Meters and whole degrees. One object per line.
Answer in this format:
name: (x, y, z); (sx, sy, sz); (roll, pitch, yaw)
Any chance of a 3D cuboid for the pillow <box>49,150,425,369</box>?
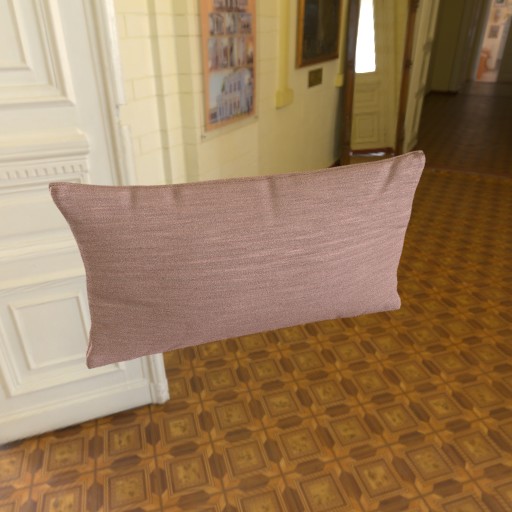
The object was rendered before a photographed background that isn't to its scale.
pillow: (0.000, 0.000, 0.798); (0.633, 0.338, 0.210); (-8, 29, -15)
